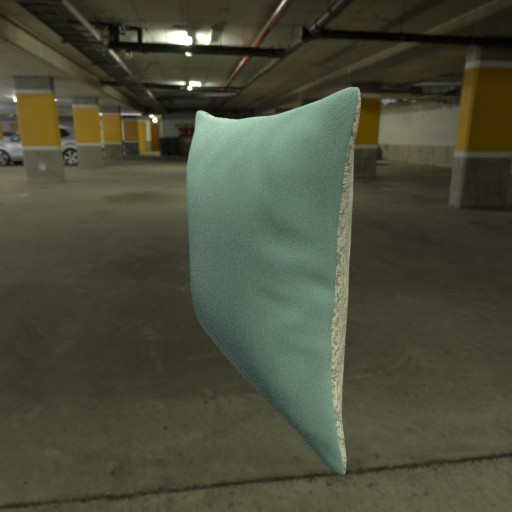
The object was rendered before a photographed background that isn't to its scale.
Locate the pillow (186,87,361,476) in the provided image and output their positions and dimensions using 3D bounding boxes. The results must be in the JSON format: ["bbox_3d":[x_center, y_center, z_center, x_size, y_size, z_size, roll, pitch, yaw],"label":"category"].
[{"bbox_3d":[0.000,0.000,0.770,0.166,0.507,0.526,-7,17,-25],"label":"pillow"}]
